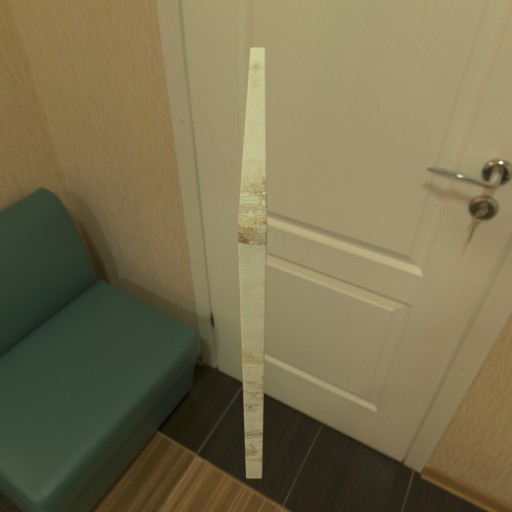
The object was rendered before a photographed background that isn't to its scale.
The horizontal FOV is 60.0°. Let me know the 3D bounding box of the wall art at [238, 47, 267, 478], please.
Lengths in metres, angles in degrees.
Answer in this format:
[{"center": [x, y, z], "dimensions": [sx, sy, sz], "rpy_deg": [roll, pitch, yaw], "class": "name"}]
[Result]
[{"center": [0.000, 0.000, 1.095], "dimensions": [0.038, 0.755, 0.753], "rpy_deg": [0, 41, 1], "class": "wall art"}]
